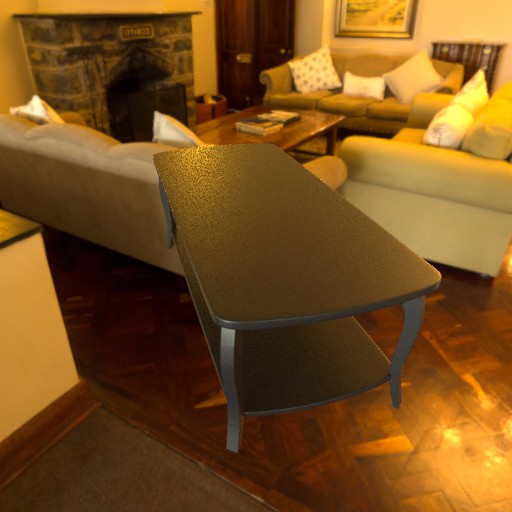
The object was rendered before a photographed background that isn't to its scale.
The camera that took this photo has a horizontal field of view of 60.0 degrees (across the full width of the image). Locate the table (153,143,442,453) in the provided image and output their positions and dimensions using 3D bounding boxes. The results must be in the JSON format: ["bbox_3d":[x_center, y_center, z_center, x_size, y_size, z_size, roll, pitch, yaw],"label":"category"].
[{"bbox_3d":[0.000,0.000,1.614,0.571,0.457,1.333,-9,31,-15],"label":"table"}]
